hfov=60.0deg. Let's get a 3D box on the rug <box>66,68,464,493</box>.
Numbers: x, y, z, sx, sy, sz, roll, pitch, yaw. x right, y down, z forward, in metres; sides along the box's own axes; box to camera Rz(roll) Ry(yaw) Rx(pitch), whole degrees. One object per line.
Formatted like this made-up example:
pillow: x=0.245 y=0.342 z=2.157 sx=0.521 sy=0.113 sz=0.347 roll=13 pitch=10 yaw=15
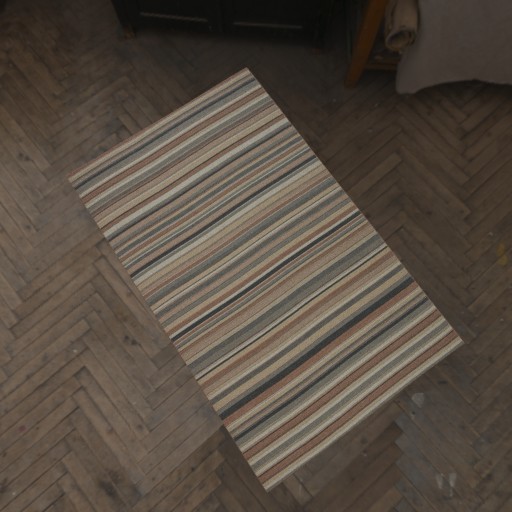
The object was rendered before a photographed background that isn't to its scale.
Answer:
rug: x=0.000 y=0.000 z=2.939 sx=1.523 sy=0.014 sz=2.438 roll=-34 pitch=79 yaw=-8
